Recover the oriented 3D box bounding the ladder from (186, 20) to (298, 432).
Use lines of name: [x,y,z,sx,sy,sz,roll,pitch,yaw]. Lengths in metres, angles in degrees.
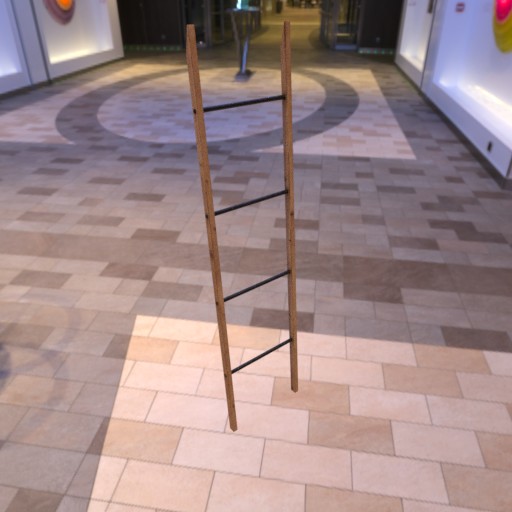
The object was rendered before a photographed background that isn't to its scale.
ladder: [0.000,0.000,1.942,0.442,1.805,0.200,-22,37,-32]
